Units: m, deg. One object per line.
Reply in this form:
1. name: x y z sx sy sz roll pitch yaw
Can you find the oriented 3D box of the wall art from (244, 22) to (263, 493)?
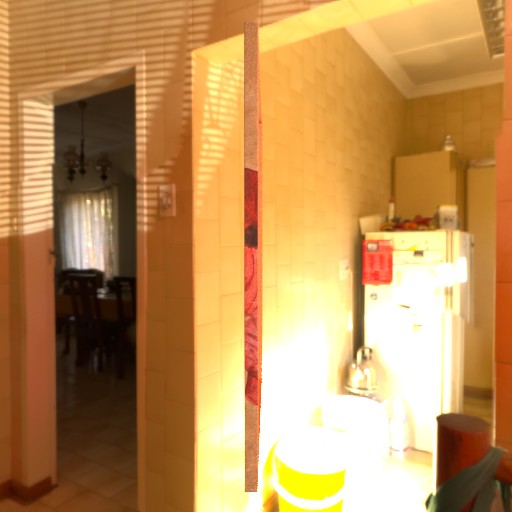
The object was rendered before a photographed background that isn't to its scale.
1. wall art: 0.000 0.000 1.334 0.031 1.015 0.762 0 2 2
